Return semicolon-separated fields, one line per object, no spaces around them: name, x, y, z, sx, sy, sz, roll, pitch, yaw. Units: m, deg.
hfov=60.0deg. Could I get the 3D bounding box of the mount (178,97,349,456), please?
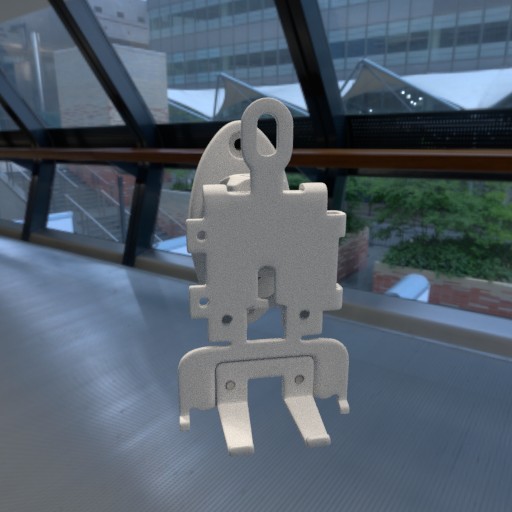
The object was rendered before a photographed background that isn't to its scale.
mount;0.000;0.000;0.180;0.066;0.118;0.100;-3;16;-9
